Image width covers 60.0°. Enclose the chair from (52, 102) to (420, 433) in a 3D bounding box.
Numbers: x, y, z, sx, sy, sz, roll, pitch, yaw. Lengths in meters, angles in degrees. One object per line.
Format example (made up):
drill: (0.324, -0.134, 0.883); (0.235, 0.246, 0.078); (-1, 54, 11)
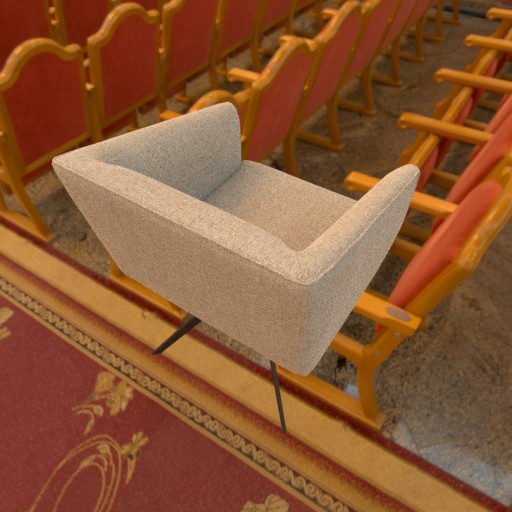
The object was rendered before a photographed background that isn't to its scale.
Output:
chair: (0.000, 0.000, 1.236); (0.628, 0.760, 0.623); (26, 52, 23)
